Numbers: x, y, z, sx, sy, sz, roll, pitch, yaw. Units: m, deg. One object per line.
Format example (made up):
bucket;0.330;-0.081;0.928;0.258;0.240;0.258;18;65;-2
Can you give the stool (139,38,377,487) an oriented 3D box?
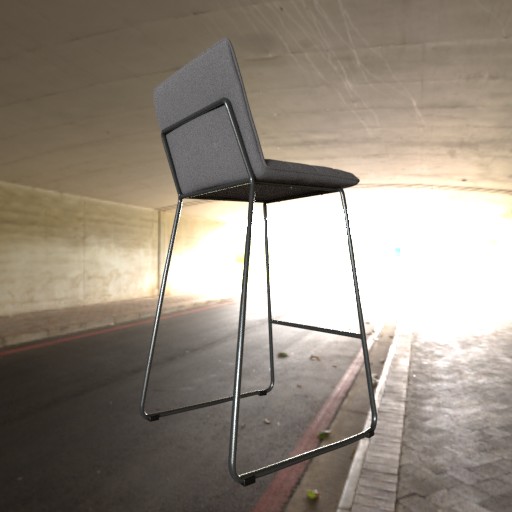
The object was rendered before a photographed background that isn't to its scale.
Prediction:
stool;0.000;0.000;1.244;0.490;0.960;0.490;1;-1;-37
